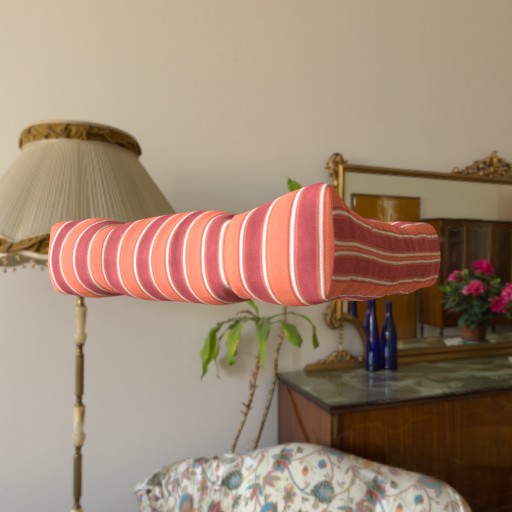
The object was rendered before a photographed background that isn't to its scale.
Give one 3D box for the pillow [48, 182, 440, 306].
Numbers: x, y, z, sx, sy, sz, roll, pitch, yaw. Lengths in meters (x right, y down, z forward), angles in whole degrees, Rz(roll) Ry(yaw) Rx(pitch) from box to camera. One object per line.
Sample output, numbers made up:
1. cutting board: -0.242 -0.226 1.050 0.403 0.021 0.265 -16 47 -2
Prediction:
1. pillow: 0.000 0.000 0.731 0.490 0.133 0.468 -1 -2 35
